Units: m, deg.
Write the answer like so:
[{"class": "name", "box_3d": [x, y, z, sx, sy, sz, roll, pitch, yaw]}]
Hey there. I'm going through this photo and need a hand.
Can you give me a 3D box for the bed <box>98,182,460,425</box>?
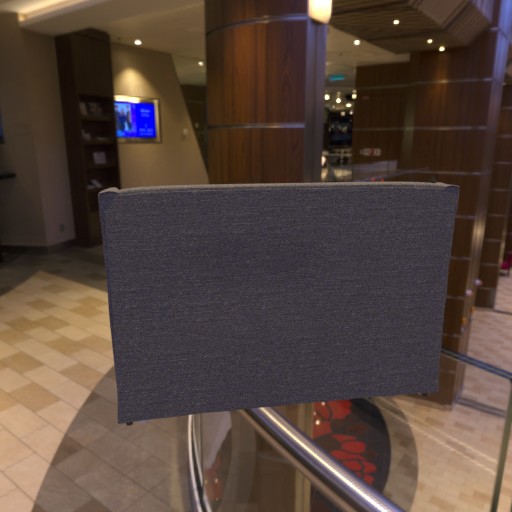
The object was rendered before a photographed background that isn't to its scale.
[{"class": "bed", "box_3d": [0.000, 0.000, 3.500, 1.925, 1.332, 2.276, -2, 15, -9]}]
